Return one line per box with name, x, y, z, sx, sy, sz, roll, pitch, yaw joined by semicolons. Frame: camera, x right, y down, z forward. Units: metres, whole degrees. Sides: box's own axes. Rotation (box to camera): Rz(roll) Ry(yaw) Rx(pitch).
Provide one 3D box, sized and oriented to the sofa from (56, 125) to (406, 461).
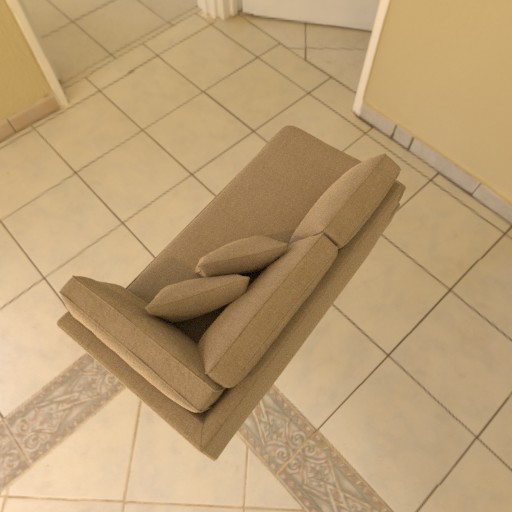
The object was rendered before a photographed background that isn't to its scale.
sofa;0.000;0.000;2.923;1.110;1.019;2.238;34;67;17
